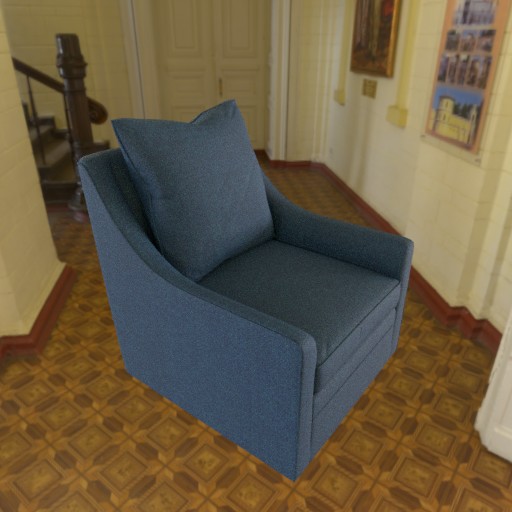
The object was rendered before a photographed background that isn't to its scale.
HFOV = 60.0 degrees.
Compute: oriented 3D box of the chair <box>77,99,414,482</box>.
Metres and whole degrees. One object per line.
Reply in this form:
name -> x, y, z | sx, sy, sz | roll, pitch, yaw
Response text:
chair -> 0.000, 0.000, 1.555 | 0.870, 0.939, 0.750 | 19, 32, 33
